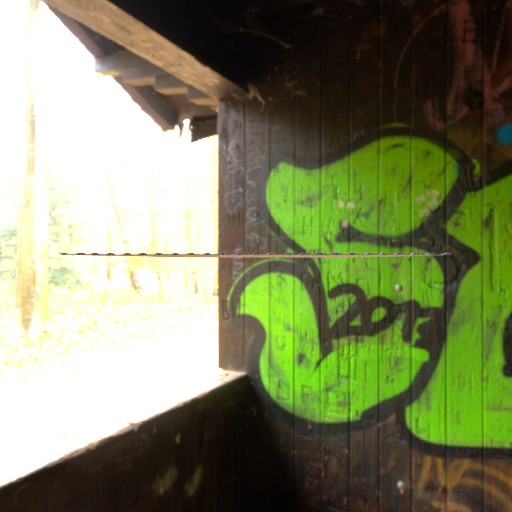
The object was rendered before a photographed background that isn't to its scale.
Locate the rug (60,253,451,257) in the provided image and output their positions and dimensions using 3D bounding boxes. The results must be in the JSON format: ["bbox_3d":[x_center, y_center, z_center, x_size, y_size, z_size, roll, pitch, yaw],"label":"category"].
[{"bbox_3d":[0.000,0.000,4.464,2.471,0.016,3.416,0,0,0],"label":"rug"}]
